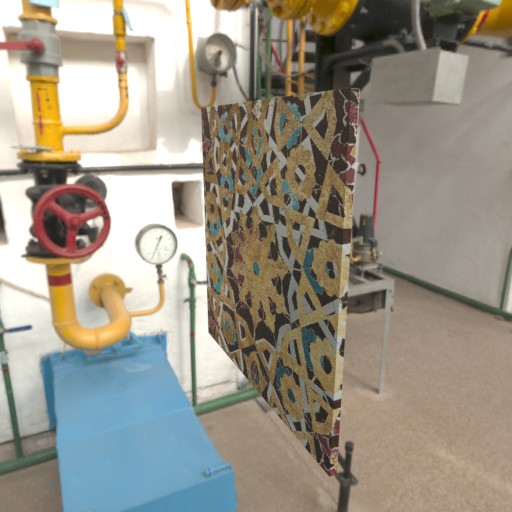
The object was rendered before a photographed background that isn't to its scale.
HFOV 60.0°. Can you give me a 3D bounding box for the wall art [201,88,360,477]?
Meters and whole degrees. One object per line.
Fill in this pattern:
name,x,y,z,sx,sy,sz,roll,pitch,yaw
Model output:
wall art,0.000,0.000,0.615,0.010,0.406,0.404,-7,17,-24
